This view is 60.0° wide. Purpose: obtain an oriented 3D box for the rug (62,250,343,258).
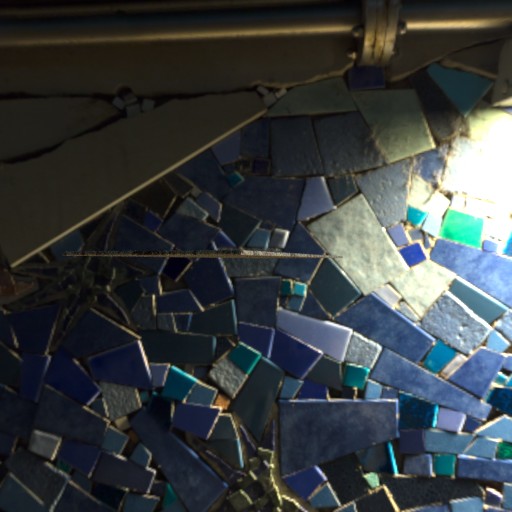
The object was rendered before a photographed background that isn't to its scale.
[{"bbox_3d":[0.000,0.000,2.552,0.688,0.015,2.292,0,-1,19],"label":"rug"}]
